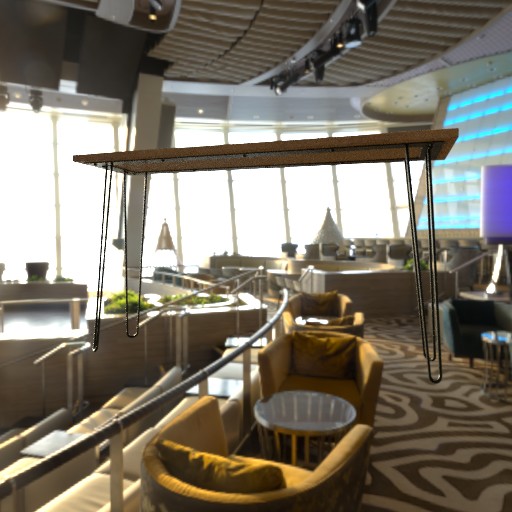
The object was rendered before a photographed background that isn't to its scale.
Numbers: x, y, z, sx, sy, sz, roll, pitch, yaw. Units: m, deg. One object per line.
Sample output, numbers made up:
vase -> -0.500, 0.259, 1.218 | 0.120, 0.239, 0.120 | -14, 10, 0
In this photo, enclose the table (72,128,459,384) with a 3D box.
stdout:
table -> 0.000, 0.000, 1.743 | 1.400, 0.799, 0.399 | 1, 2, 18
